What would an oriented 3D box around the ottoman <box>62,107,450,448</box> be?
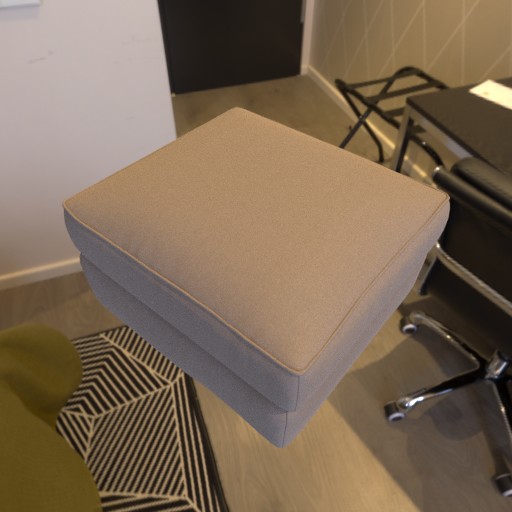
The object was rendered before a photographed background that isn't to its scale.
[{"bbox_3d":[0.000,0.000,1.167,0.721,0.505,0.662,31,53,27],"label":"ottoman"}]
